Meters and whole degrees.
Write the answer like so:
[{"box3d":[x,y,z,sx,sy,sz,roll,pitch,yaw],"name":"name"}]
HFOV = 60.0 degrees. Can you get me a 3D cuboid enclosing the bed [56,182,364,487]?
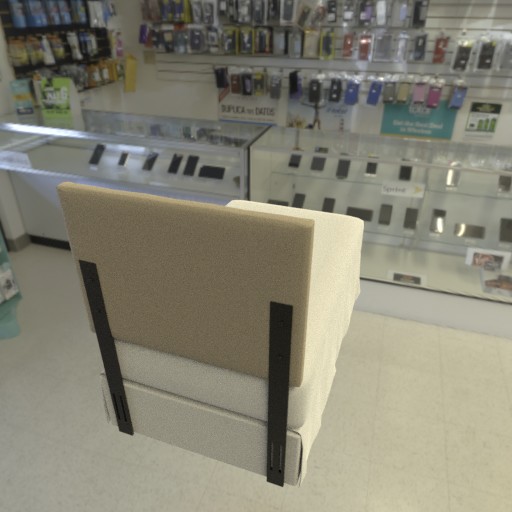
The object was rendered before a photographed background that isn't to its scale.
[{"box3d":[0.000,0.000,2.924,1.261,1.571,1.997,10,32,17],"name":"bed"}]
